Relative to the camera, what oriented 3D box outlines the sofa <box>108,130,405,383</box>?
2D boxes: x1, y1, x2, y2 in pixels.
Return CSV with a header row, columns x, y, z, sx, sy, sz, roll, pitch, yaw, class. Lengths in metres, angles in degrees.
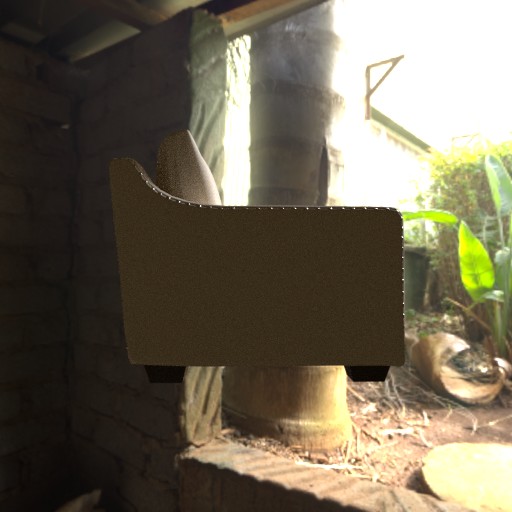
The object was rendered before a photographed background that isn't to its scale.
x,y,z,sx,sy,sz,roll,pitch,yaw,class
0.000,0.000,2.260,0.949,0.830,1.812,0,-1,-1,sofa
